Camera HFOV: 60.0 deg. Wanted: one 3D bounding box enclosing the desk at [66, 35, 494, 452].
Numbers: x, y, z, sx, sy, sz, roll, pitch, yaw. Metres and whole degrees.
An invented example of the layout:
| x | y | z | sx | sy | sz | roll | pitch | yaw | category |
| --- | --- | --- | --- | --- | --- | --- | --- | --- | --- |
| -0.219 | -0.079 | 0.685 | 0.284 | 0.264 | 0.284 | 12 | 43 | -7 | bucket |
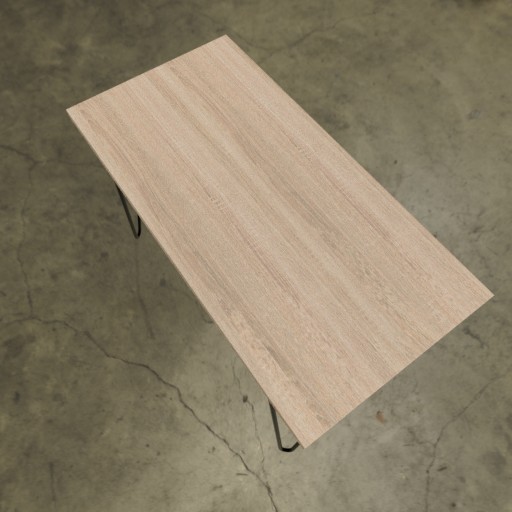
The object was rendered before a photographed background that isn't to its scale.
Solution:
| x | y | z | sx | sy | sz | roll | pitch | yaw | category |
| --- | --- | --- | --- | --- | --- | --- | --- | --- | --- |
| 0.000 | 0.000 | 1.324 | 0.499 | 0.660 | 0.991 | -33 | 68 | -15 | desk |
